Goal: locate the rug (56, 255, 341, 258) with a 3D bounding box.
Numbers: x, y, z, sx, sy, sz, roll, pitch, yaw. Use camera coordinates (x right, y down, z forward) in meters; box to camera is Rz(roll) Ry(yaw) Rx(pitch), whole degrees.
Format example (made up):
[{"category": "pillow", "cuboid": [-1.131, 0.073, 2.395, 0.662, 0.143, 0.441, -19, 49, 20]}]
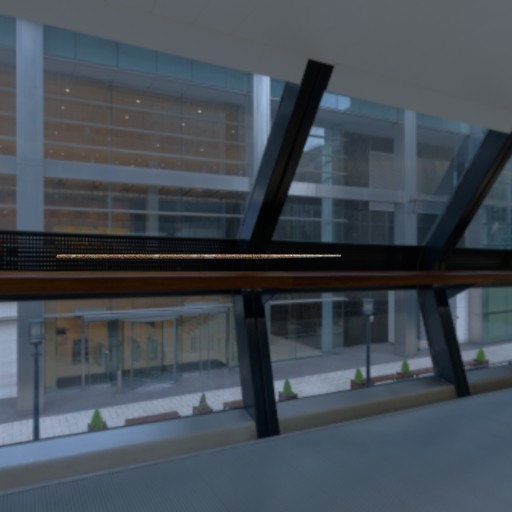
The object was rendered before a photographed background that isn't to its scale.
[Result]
[{"category": "rug", "cuboid": [0.000, 0.000, 2.617, 0.750, 0.011, 2.435, 0, 0, 16]}]
